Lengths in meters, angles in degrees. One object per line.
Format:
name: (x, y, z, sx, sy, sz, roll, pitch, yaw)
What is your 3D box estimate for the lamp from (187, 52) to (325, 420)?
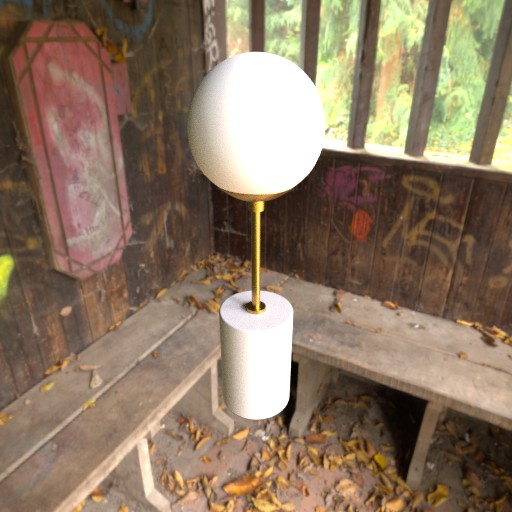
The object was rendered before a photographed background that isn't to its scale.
lamp: (0.000, 0.000, 0.574, 0.153, 0.480, 0.153, 0, 27, 0)
